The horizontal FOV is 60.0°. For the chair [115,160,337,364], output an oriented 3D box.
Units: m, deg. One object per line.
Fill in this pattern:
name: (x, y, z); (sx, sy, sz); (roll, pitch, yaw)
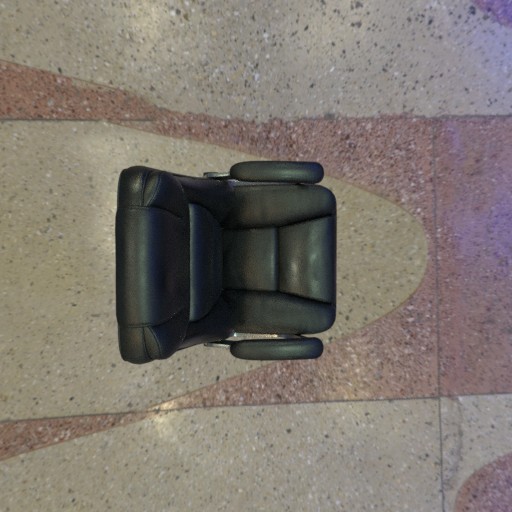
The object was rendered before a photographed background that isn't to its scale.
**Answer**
chair: (0.000, 0.000, 1.528); (0.689, 1.075, 0.697); (0, 91, 0)
